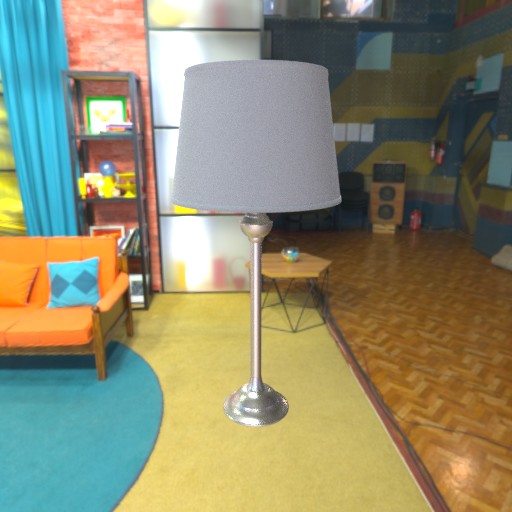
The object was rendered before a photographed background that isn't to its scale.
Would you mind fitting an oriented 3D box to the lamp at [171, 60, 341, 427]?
[{"bbox_3d":[0.000,0.000,0.903,0.331,0.698,0.331,0,15,0],"label":"lamp"}]
